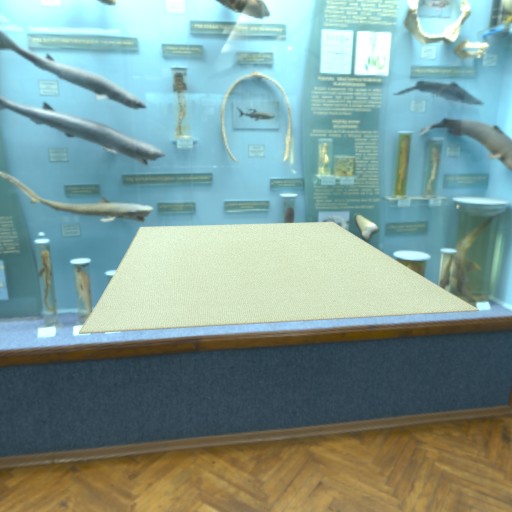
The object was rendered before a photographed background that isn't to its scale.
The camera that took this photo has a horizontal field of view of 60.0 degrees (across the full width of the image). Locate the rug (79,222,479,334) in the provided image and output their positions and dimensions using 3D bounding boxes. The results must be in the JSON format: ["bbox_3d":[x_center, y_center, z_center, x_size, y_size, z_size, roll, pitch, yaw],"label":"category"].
[{"bbox_3d":[0.000,0.000,4.124,2.462,0.018,3.039,-2,15,-8],"label":"rug"}]
